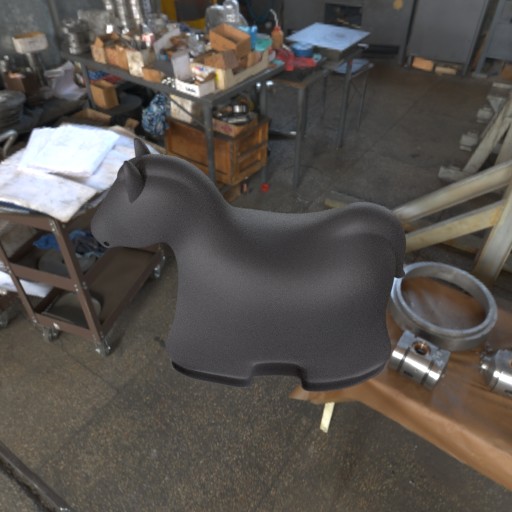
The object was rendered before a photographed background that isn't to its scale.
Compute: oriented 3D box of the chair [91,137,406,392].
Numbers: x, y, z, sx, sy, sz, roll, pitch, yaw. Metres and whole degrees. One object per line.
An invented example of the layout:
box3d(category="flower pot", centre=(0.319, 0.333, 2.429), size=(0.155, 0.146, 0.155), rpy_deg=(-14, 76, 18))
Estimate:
box3d(category="chair", centre=(0.000, 0.000, 1.151), size=(0.800, 0.612, 0.429), rpy_deg=(0, 42, 0))
